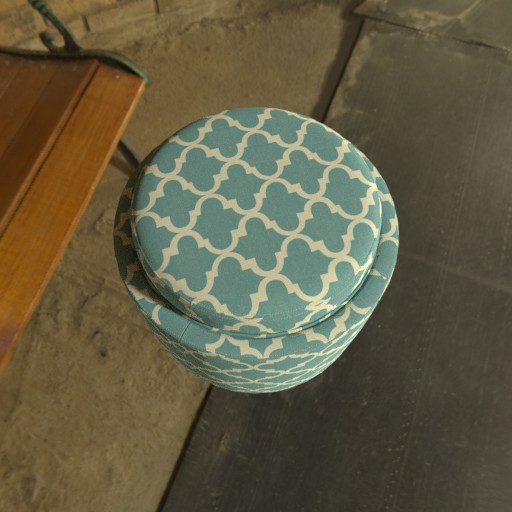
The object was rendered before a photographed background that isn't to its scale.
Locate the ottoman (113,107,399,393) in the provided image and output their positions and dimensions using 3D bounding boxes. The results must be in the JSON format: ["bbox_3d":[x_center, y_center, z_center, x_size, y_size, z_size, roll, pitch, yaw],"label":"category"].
[{"bbox_3d":[0.000,0.000,0.865,0.480,0.429,0.480,0,64,0],"label":"ottoman"}]
